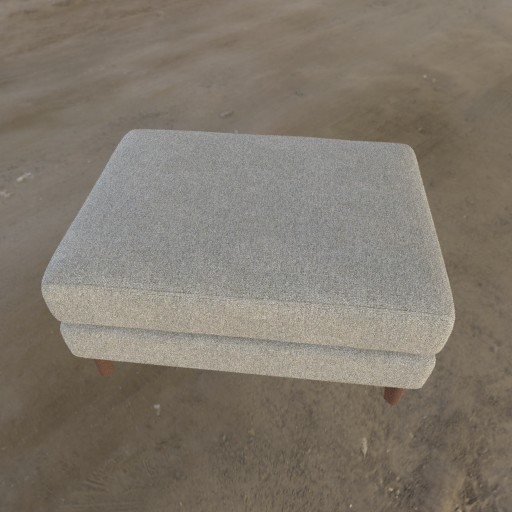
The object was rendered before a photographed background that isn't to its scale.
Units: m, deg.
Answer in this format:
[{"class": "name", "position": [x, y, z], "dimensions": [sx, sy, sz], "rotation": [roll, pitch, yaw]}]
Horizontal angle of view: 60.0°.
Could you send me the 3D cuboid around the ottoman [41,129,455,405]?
[{"class": "ottoman", "position": [0.000, 0.000, 1.167], "dimensions": [0.821, 0.441, 0.611], "rotation": [4, 46, 4]}]
